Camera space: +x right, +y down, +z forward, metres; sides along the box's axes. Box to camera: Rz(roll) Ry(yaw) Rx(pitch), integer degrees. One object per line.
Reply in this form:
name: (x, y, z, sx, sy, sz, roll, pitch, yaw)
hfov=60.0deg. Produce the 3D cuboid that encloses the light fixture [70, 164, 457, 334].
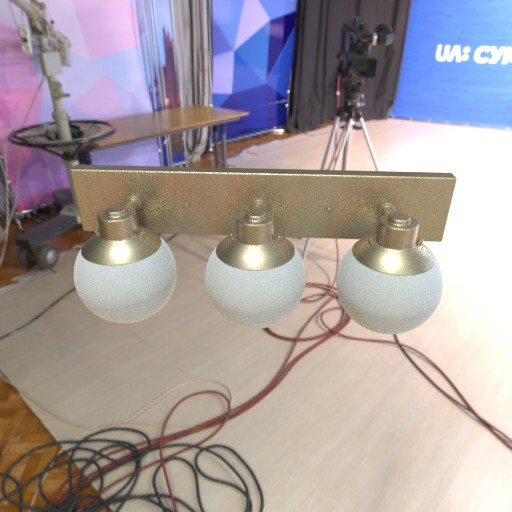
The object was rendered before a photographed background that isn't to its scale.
light fixture: (0.000, 0.000, 0.821, 0.721, 0.263, 0.218, 2, 30, 3)
